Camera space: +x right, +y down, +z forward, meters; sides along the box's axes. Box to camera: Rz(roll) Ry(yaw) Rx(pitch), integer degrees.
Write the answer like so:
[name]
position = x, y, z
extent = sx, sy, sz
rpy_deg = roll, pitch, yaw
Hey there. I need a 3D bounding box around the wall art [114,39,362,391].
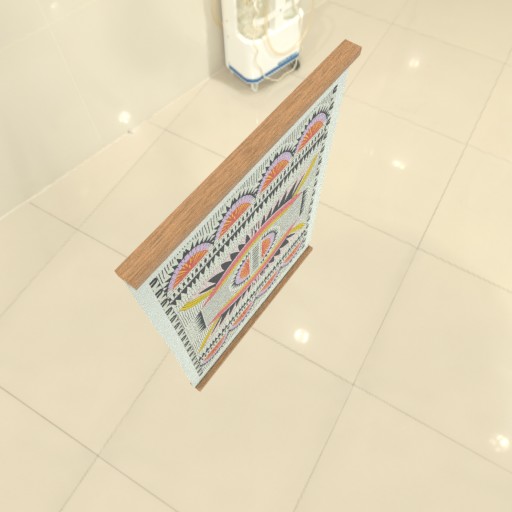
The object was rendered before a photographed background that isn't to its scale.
[wall art]
position = 0.000, 0.000, 0.812
extent = 0.028, 0.609, 0.456
rpy_deg = 34, 68, 16
